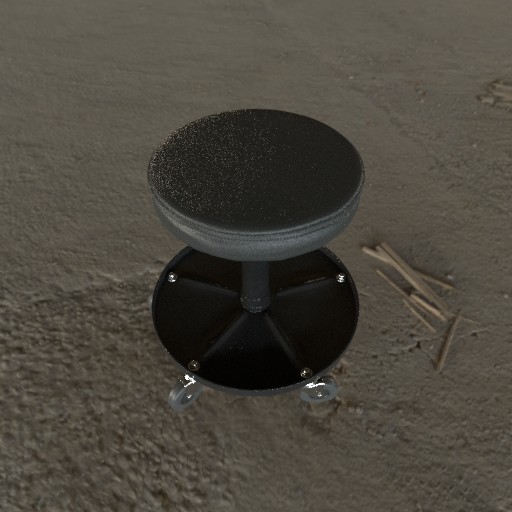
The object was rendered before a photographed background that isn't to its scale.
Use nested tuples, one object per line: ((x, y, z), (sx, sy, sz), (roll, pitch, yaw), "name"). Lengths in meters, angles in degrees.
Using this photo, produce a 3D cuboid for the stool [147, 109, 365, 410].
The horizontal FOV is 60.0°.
((0.000, 0.000, 0.693), (0.381, 0.365, 0.382), (-17, 49, -15), "stool")
